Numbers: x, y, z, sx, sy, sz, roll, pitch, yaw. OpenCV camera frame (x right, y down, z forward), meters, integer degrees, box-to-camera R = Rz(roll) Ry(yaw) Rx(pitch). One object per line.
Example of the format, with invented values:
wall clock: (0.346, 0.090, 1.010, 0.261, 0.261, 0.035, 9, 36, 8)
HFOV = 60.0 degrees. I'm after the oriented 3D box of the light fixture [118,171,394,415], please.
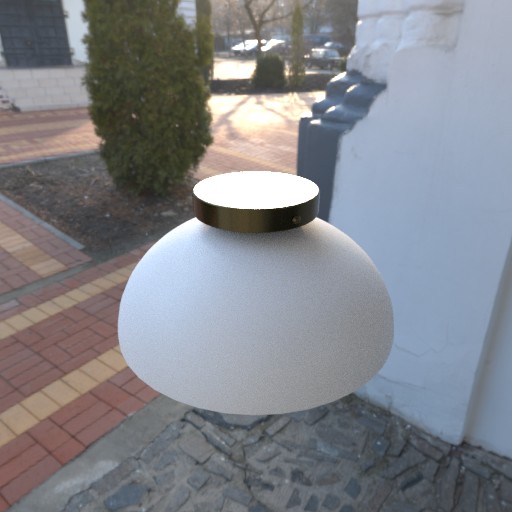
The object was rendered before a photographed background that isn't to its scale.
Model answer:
light fixture: (0.000, 0.000, 0.556, 0.355, 0.177, 0.355, 0, 26, 0)
